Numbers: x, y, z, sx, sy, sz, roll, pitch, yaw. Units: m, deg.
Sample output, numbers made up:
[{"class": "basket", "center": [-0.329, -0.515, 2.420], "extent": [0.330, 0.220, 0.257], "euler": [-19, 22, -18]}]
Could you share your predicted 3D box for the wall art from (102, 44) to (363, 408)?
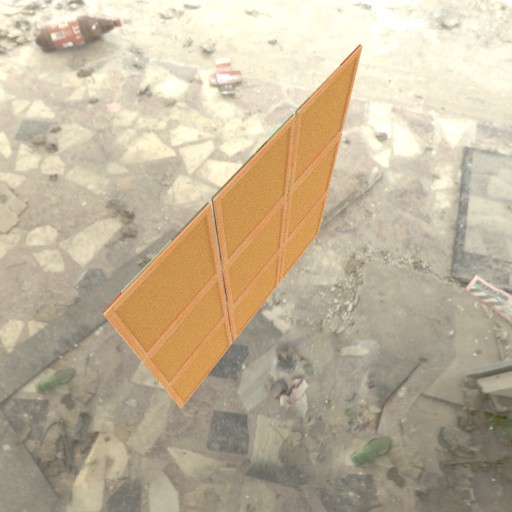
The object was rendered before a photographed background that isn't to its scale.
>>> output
[{"class": "wall art", "center": [0.000, 0.000, 1.815], "extent": [0.013, 1.220, 1.216], "euler": [33, 66, 17]}]
